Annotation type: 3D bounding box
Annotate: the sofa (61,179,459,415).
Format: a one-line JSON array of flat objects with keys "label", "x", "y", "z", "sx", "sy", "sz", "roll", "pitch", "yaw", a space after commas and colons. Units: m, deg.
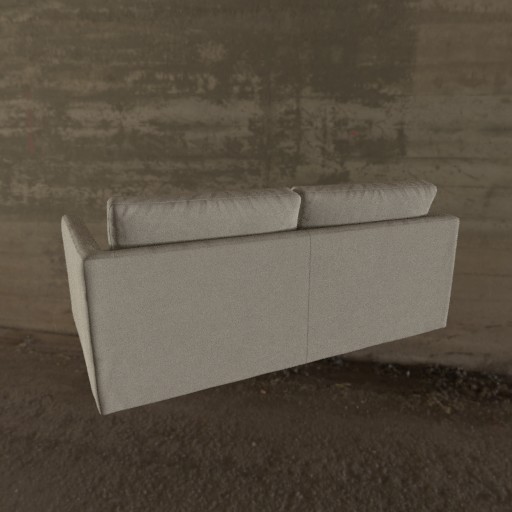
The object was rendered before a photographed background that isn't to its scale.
[{"label": "sofa", "x": 0.000, "y": 0.000, "z": 2.471, "sx": 1.905, "sy": 0.839, "sz": 1.091, "roll": -7, "pitch": 17, "yaw": -25}]
